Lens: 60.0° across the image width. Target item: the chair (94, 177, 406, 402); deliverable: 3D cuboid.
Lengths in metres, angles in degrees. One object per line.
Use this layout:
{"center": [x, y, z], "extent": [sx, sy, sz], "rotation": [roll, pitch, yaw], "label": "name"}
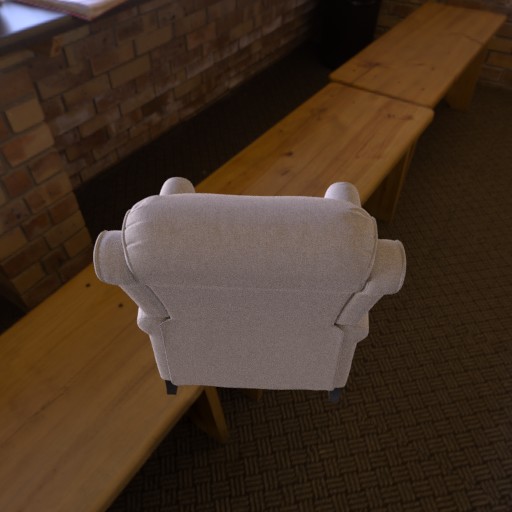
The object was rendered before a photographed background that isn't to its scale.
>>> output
{"center": [0.000, 0.000, 1.723], "extent": [0.859, 1.046, 0.919], "rotation": [2, 46, 2], "label": "chair"}
